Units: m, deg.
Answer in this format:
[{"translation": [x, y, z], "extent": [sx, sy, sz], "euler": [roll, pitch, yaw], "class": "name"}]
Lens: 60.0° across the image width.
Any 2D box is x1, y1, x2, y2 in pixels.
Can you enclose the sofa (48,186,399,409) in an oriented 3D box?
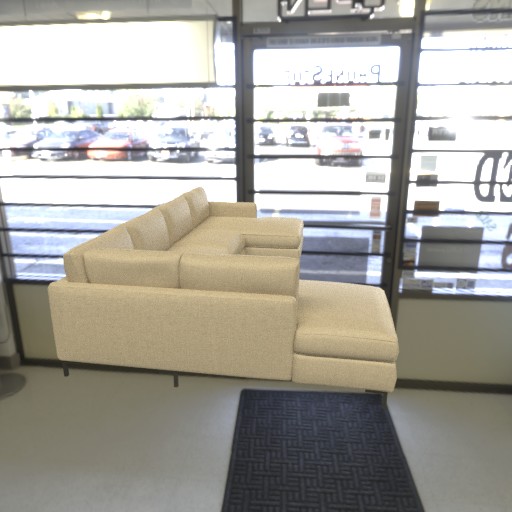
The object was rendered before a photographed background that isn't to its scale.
[{"translation": [0.000, 0.000, 3.569], "extent": [1.879, 0.756, 2.737], "euler": [3, 17, 9], "class": "sofa"}]
